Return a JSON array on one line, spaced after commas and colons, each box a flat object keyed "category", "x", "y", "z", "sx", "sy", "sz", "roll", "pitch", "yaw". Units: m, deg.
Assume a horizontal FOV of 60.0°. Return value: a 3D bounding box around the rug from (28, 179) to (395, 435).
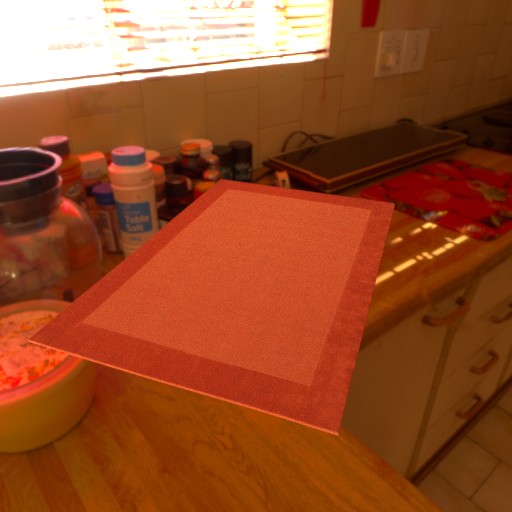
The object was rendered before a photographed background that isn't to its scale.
[{"category": "rug", "x": 0.000, "y": 0.000, "z": 2.278, "sx": 1.219, "sy": 0.014, "sz": 1.829, "roll": 11, "pitch": 33, "yaw": 17}]
